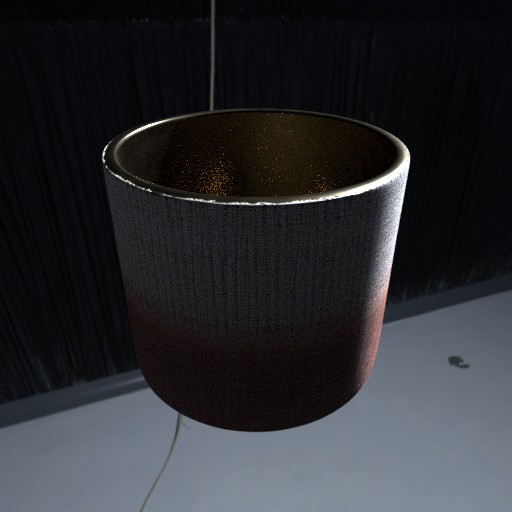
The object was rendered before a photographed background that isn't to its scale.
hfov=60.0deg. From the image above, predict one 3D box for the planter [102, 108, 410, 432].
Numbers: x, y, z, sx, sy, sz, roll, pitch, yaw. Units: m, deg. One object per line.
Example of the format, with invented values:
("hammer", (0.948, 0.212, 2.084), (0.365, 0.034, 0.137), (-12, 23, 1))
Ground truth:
("planter", (0.000, 0.000, 0.301), (0.178, 0.157, 0.178), (0, 31, 0))
